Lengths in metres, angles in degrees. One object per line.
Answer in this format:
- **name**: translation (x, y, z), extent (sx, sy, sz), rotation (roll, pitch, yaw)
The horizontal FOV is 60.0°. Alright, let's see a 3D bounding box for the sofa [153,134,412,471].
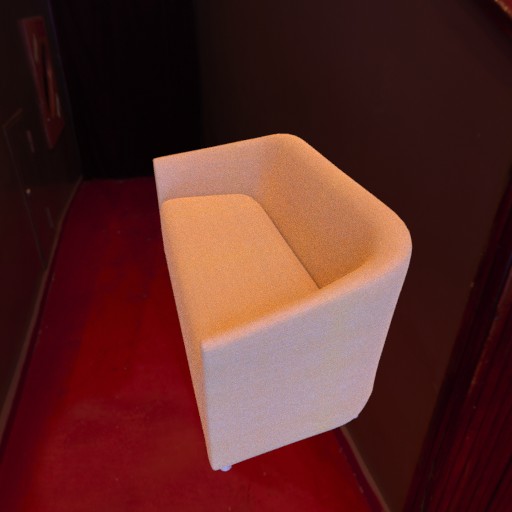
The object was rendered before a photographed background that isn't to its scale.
- **sofa**: translation (0.000, 0.000, 1.872), extent (0.705, 0.721, 1.452), rotation (-8, 32, -14)
